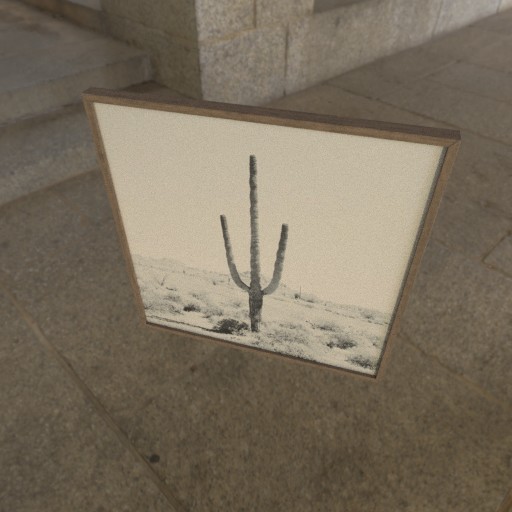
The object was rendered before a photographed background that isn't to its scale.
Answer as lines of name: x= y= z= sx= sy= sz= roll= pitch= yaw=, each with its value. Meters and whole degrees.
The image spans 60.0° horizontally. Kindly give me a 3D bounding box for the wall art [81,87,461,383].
wall art: x=0.000 y=0.000 z=1.123 sx=0.762 sy=0.762 sz=0.038 roll=11 pitch=42 yaw=12
